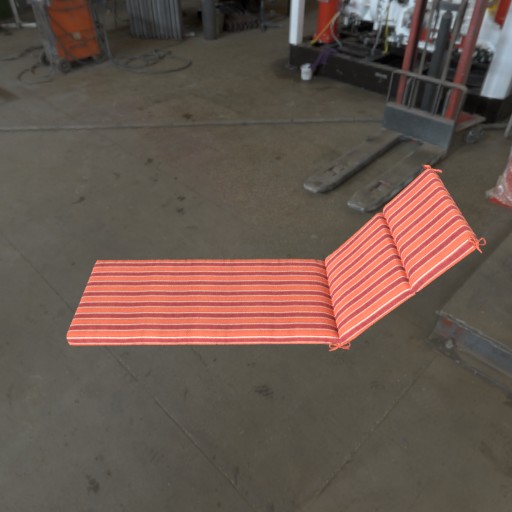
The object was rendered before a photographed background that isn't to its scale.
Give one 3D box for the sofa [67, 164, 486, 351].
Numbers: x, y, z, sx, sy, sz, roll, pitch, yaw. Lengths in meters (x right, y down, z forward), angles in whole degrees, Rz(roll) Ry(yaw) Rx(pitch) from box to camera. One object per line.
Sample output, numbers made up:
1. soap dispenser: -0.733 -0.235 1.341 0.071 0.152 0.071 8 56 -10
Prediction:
1. sofa: 0.000 0.000 1.958 1.663 0.622 0.582 0 41 0
